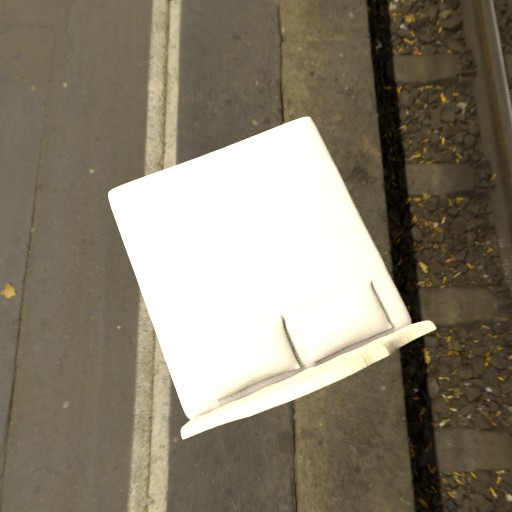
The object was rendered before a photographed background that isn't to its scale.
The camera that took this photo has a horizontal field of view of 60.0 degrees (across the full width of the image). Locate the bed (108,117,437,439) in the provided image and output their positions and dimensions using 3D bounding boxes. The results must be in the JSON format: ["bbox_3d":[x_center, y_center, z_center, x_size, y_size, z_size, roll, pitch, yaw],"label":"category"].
[{"bbox_3d":[0.000,0.000,3.527,2.012,1.555,2.086,-22,77,-5],"label":"bed"}]
